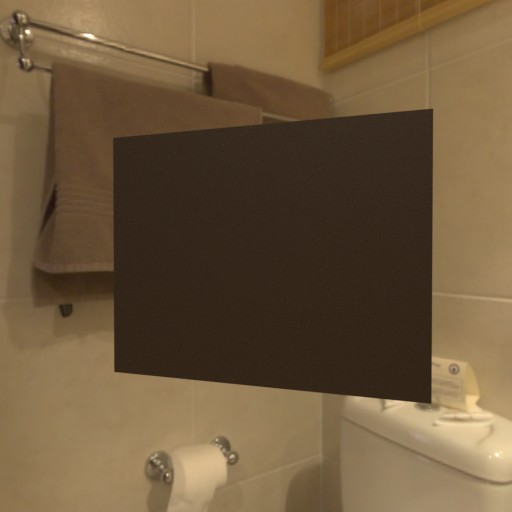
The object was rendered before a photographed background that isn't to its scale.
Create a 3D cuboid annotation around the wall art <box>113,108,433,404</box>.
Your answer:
[{"bbox_3d":[0.000,0.000,1.632,1.207,0.952,0.034,0,1,18],"label":"wall art"}]
